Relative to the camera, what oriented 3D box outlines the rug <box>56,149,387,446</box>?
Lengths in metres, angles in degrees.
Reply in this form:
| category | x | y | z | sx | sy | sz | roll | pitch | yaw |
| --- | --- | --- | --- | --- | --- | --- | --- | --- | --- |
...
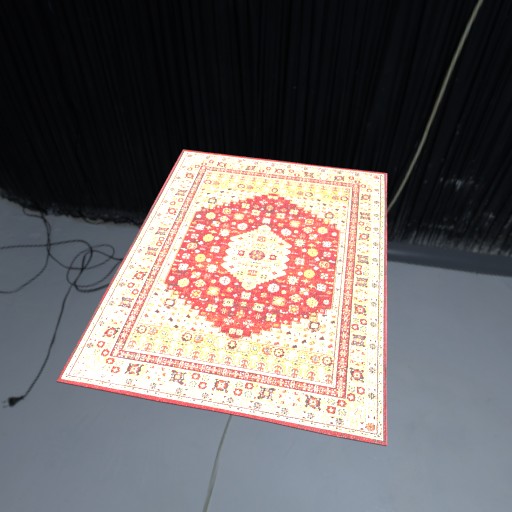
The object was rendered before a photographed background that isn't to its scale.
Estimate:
| category | x | y | z | sx | sy | sz | roll | pitch | yaw |
| --- | --- | --- | --- | --- | --- | --- | --- | --- | --- |
| rug | 0.000 | 0.000 | 4.118 | 2.387 | 0.013 | 3.053 | 8 | 48 | 8 |
